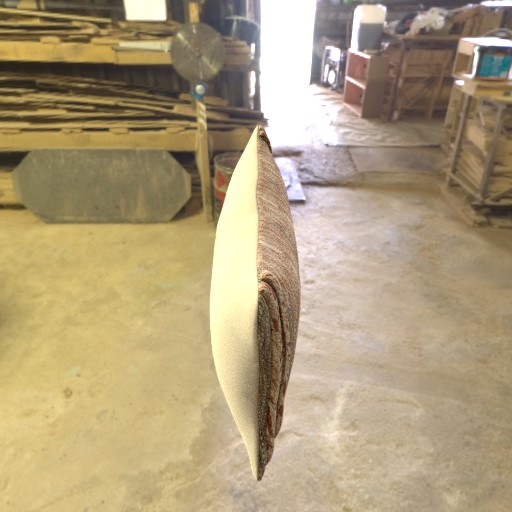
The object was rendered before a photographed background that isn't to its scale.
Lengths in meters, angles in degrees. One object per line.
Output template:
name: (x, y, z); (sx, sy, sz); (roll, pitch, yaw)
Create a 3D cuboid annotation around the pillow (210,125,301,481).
pillow: (0.000, 0.000, 0.747); (0.139, 0.282, 0.635); (0, 31, 0)
